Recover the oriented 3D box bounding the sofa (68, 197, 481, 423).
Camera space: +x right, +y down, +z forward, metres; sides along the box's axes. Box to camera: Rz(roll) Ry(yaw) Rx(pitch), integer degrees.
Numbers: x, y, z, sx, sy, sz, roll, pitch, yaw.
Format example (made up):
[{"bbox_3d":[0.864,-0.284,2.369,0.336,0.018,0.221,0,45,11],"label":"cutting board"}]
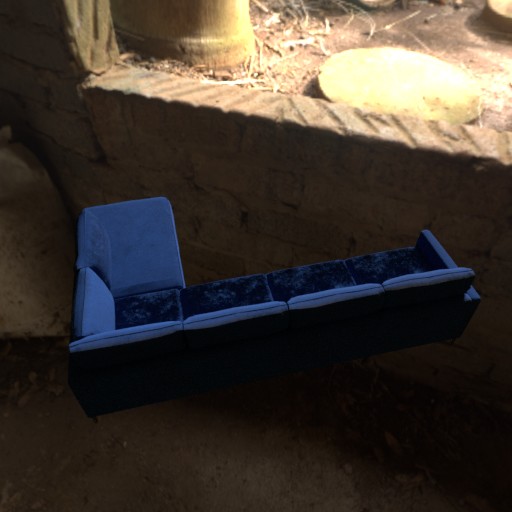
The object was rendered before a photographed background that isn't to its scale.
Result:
[{"bbox_3d":[0.000,0.000,3.201,2.486,0.687,1.707,-10,46,-10],"label":"sofa"}]
